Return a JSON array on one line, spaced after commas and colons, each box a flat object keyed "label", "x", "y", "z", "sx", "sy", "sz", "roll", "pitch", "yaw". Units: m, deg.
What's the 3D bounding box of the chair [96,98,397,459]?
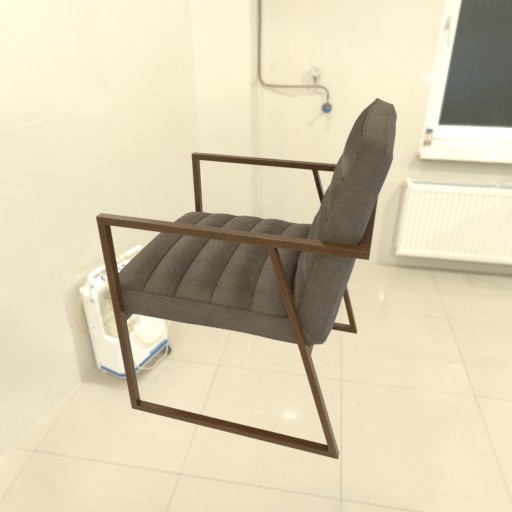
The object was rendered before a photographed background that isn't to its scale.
[{"label": "chair", "x": 0.000, "y": 0.000, "z": 1.304, "sx": 0.682, "sy": 0.843, "sz": 0.578, "roll": 8, "pitch": 30, "yaw": 15}]
